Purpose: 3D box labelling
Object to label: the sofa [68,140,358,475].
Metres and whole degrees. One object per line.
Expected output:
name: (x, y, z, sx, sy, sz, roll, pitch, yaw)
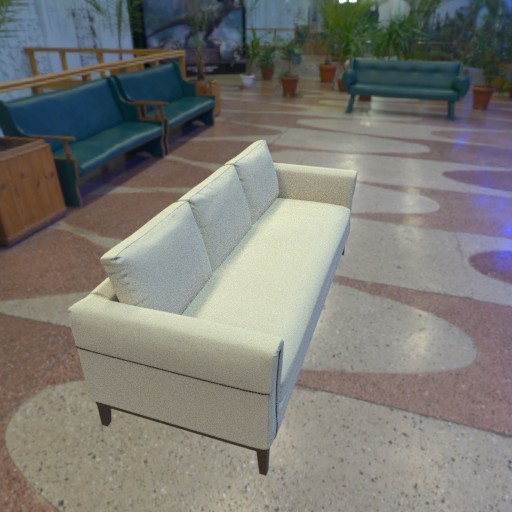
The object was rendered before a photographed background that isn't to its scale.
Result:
sofa: (0.000, 0.000, 2.681, 0.902, 0.911, 2.198, 9, 30, 16)
